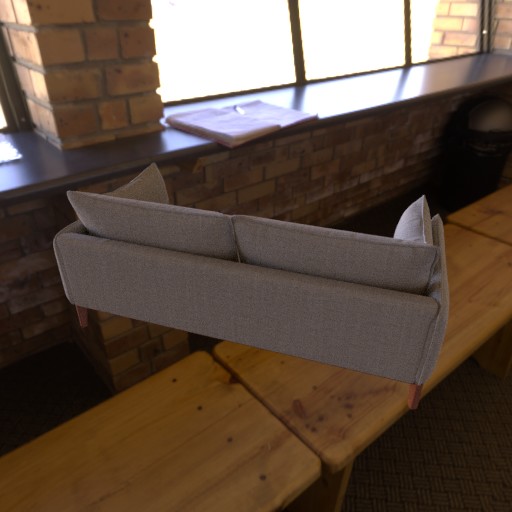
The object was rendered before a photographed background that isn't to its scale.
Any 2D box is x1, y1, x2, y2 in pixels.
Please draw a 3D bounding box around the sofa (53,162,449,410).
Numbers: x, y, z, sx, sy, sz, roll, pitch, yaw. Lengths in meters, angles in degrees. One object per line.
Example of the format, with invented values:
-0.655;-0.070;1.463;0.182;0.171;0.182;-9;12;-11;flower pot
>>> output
0.000;0.000;2.504;1.989;0.851;0.972;10;32;16;sofa
